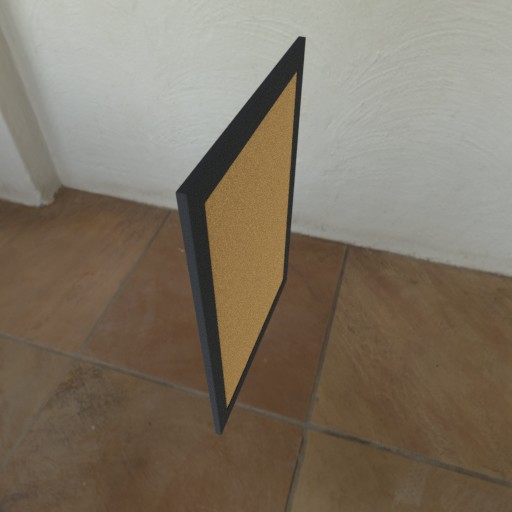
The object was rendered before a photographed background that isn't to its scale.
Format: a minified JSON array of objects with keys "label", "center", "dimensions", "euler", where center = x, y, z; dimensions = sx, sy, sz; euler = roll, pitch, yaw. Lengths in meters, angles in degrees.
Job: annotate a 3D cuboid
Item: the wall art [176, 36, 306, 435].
[{"label":"wall art","center":[0.000,0.000,0.695],"dimensions":[0.012,0.529,0.374],"euler":[15,48,14]}]
